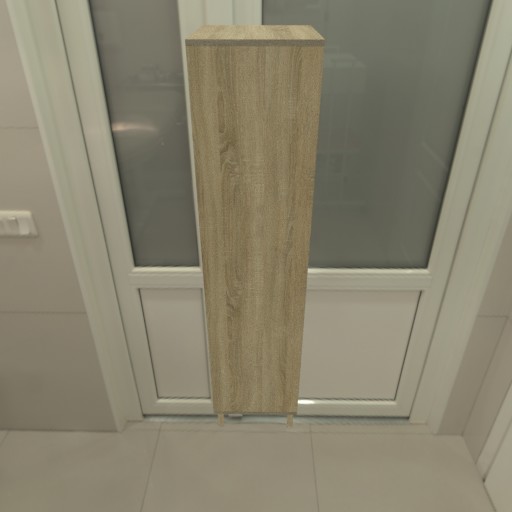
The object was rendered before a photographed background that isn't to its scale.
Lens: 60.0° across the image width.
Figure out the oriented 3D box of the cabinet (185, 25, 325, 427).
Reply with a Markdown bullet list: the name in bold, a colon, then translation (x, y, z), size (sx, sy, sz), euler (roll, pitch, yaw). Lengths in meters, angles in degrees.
- **cabinet**: translation (0.000, 0.000, 2.160), size (0.450, 1.960, 0.510), euler (0, 32, 1)
